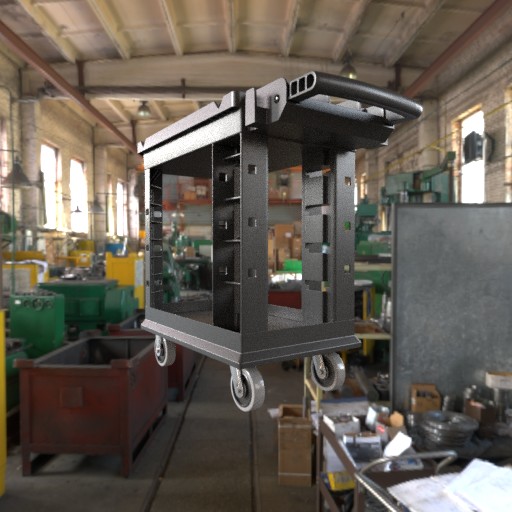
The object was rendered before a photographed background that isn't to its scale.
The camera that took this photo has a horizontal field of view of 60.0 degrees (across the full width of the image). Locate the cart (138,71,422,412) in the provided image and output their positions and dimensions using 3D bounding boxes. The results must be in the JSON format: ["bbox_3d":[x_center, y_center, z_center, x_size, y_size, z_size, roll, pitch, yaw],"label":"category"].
[{"bbox_3d":[0.000,0.000,1.522,0.497,0.884,1.061,-1,1,-35],"label":"cart"}]
